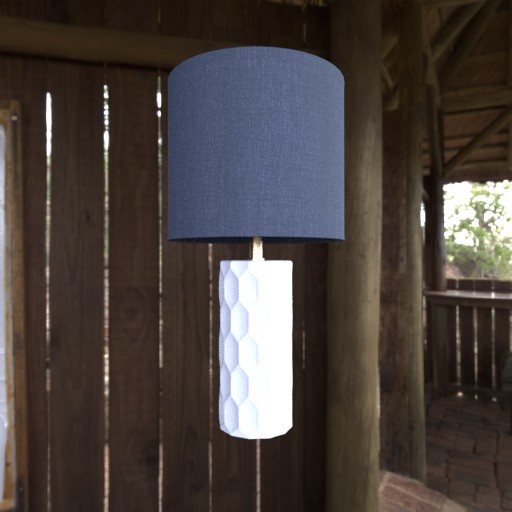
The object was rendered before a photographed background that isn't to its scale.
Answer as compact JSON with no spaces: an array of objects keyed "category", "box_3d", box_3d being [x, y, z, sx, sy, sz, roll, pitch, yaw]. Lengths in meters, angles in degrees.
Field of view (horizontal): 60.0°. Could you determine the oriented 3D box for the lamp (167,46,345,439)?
[{"category":"lamp","box_3d":[0.000,0.000,0.705,0.277,0.537,0.277,0,-1,-35]}]
